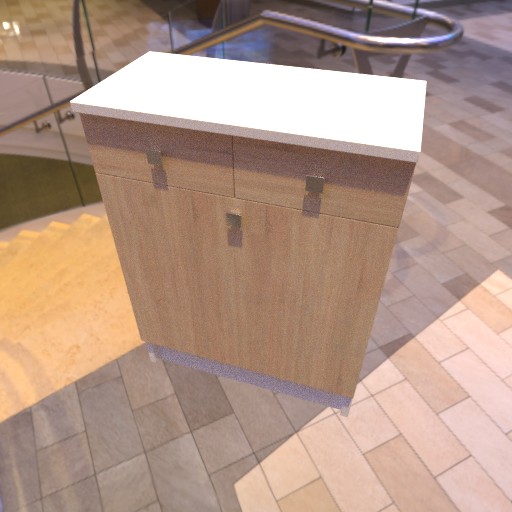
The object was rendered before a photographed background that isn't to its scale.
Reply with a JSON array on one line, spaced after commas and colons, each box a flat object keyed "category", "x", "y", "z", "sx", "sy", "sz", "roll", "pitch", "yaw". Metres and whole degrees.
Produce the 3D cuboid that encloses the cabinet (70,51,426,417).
[{"category": "cabinet", "x": 0.000, "y": 0.000, "z": 1.090, "sx": 0.600, "sy": 0.815, "sz": 0.296, "roll": 12, "pitch": 43, "yaw": 13}]
